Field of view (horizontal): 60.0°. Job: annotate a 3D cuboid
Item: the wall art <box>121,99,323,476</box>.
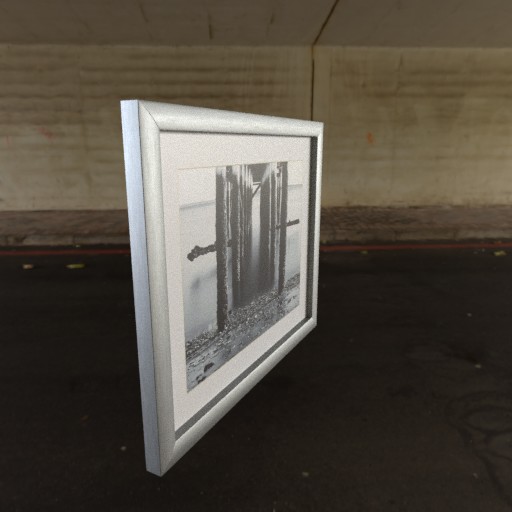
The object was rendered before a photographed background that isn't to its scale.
[{"bbox_3d":[0.000,0.000,0.753,0.028,0.457,0.556,7,16,27],"label":"wall art"}]
